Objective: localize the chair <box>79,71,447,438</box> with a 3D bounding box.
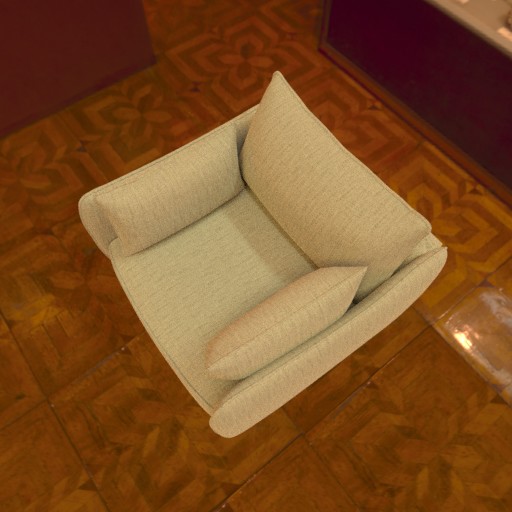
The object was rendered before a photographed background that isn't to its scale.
[{"bbox_3d":[0.000,0.000,1.728,0.991,0.855,0.994,-32,67,-15],"label":"chair"}]
